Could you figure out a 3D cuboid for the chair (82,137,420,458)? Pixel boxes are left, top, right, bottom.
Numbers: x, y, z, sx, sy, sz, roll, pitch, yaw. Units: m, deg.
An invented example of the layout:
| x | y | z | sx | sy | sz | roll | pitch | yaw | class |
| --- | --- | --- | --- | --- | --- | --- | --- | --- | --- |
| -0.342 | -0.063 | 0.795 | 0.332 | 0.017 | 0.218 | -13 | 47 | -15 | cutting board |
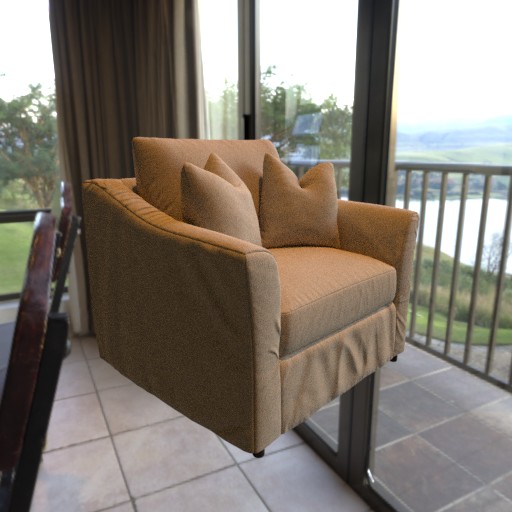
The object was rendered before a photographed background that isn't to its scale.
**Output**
| x | y | z | sx | sy | sz | roll | pitch | yaw | class |
| --- | --- | --- | --- | --- | --- | --- | --- | --- | --- |
| 0.000 | 0.000 | 2.101 | 1.071 | 1.093 | 1.194 | 13 | 19 | 42 | chair |
